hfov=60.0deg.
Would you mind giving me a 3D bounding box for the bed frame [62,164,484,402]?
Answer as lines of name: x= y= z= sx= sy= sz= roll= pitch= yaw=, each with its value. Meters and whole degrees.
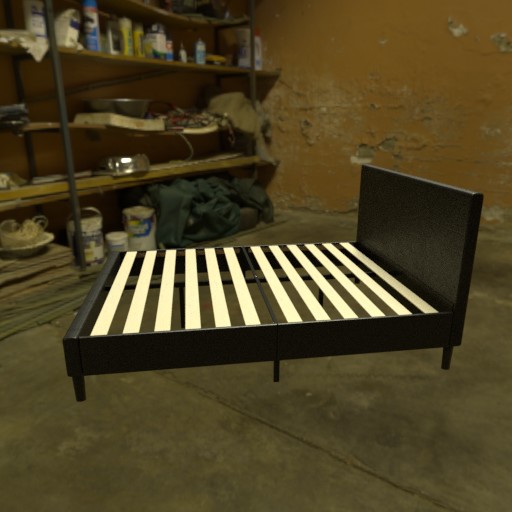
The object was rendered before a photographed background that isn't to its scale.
bed frame: x=0.000 y=0.000 z=3.226 sx=2.318 sy=1.127 sz=1.634 roll=-3 pitch=17 yaw=-8
